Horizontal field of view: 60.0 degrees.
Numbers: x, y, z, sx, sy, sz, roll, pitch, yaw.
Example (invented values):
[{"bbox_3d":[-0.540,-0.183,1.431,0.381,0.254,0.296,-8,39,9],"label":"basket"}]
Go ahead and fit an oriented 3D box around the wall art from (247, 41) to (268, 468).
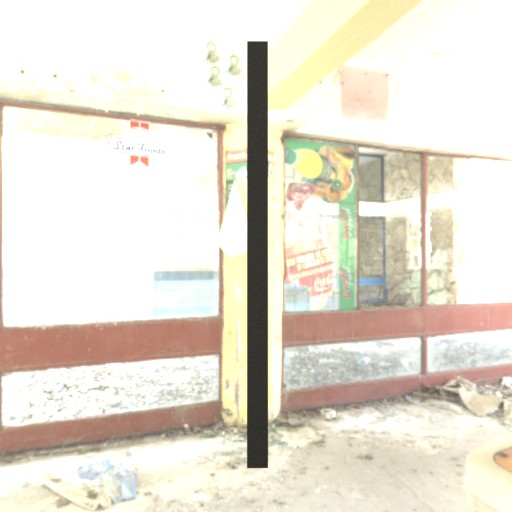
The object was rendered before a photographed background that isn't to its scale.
[{"bbox_3d":[0.000,0.000,1.172,0.038,0.763,0.763,0,-1,0],"label":"wall art"}]
